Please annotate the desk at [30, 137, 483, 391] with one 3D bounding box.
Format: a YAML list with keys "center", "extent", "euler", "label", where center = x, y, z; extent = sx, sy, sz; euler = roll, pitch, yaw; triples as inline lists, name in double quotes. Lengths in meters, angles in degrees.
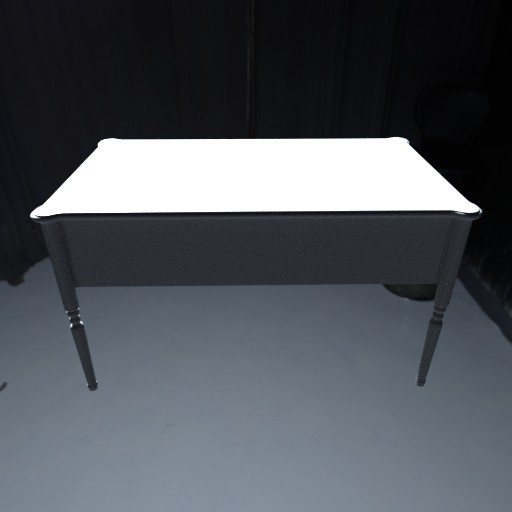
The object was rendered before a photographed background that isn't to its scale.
- center: [0.000, 0.000, 1.847]
  extent: [1.380, 0.762, 0.807]
  euler: [-1, 31, -1]
  label: "desk"
